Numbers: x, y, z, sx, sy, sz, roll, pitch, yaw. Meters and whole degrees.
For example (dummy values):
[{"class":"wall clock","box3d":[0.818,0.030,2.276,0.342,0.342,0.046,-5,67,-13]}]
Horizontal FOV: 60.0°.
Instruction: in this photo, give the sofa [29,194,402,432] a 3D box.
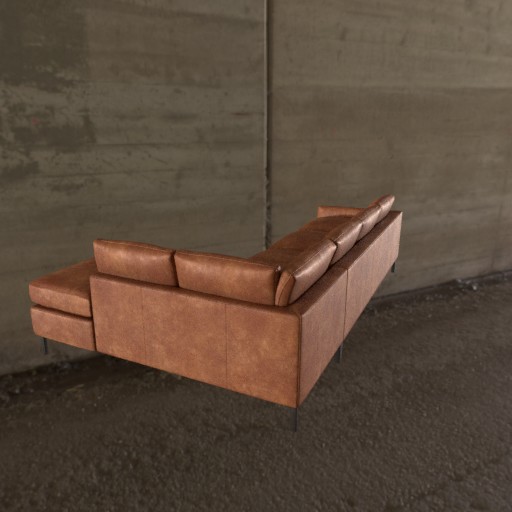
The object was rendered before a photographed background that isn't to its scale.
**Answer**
[{"class":"sofa","box3d":[0.000,0.000,3.809,1.938,0.877,2.984,8,19,25]}]
